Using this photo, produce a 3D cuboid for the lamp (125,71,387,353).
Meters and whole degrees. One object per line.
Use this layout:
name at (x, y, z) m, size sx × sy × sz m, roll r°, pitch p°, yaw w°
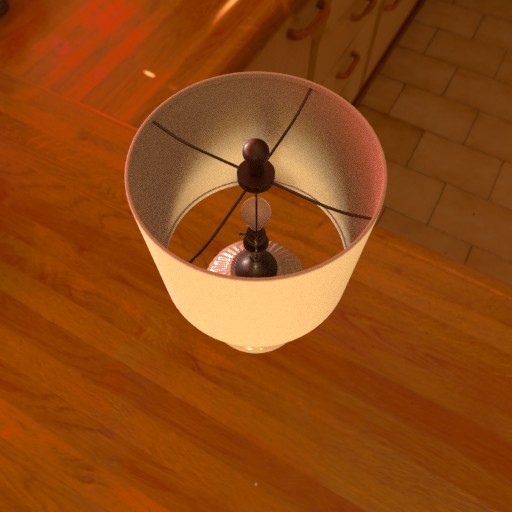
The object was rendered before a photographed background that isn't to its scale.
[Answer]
lamp at (0.000, 0.000, 0.761) m, size 0.318 × 0.567 × 0.318 m, roll 0°, pitch 63°, yaw 0°
